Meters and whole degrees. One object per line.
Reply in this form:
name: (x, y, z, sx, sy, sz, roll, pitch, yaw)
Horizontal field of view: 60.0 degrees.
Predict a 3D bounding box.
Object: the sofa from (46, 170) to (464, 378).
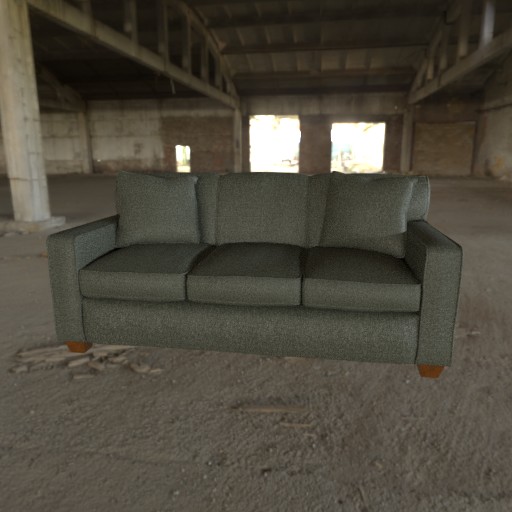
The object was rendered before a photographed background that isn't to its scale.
sofa: (0.000, 0.000, 2.558, 2.024, 0.958, 0.997, 2, 13, 8)
